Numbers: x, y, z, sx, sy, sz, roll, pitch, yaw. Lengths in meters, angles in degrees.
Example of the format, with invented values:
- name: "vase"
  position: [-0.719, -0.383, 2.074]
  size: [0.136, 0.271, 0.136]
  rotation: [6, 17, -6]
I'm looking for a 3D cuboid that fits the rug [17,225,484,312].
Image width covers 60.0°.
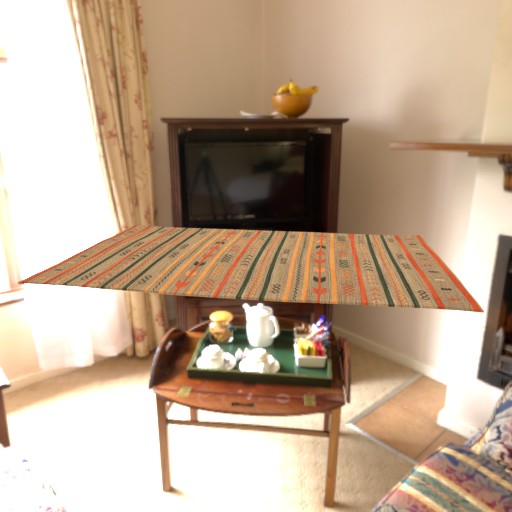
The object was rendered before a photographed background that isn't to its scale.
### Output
- name: "rug"
  position: [0.000, 0.000, 2.999]
  size: [2.439, 0.029, 1.537]
  rotation: [3, 16, 9]
